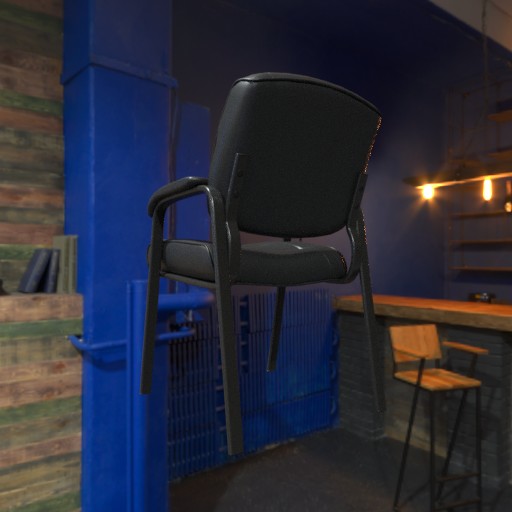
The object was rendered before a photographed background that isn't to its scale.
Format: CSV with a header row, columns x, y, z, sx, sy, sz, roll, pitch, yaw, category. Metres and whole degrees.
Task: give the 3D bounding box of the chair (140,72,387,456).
x,y,z,sx,sy,sz,roll,pitch,yaw,category
0.000,0.000,1.392,0.591,0.910,0.668,0,0,-35,chair
